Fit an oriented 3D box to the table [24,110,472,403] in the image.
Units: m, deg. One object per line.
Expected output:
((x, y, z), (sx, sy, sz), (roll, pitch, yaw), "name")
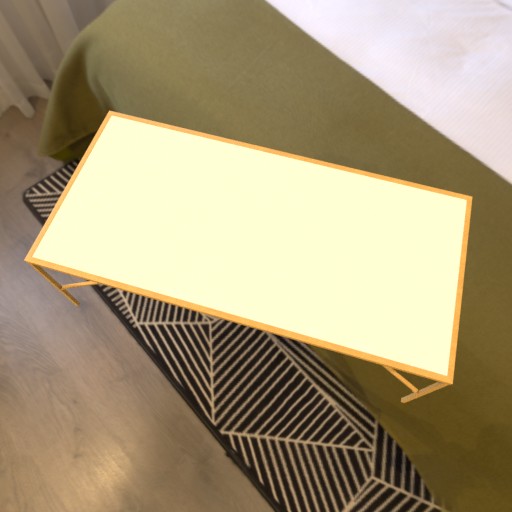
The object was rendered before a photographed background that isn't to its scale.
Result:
((0.000, 0.000, 1.488), (1.206, 0.398, 0.580), (15, 66, 7), "table")
